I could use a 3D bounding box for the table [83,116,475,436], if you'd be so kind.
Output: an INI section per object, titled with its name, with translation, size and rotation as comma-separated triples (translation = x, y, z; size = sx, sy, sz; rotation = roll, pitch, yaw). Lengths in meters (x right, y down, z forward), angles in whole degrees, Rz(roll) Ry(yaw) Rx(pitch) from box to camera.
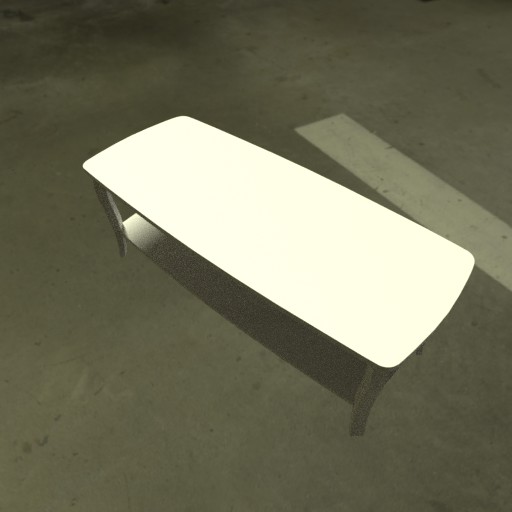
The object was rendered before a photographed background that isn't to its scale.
[table]
translation = 0.000, 0.000, 1.629
size = 1.334, 0.474, 0.561
rotation = 32, 53, 28
